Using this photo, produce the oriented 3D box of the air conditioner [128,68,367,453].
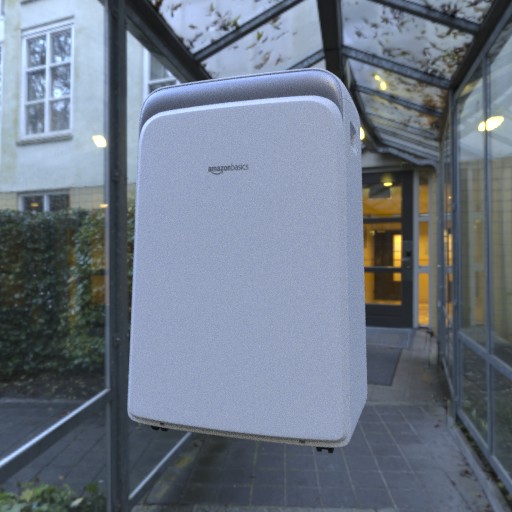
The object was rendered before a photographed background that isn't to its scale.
[{"bbox_3d":[0.000,0.000,0.947,0.454,0.700,0.365,0,0,17],"label":"air conditioner"}]
